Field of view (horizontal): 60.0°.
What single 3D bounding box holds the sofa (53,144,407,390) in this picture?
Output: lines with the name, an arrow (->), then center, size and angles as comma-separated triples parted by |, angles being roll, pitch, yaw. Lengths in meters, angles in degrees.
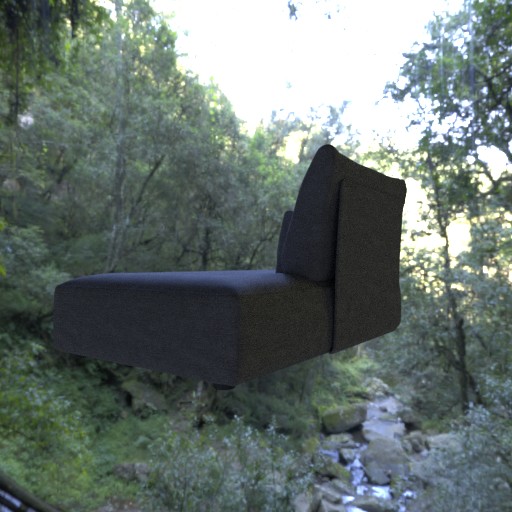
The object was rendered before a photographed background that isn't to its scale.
sofa -> 0.000, 0.000, 2.063 | 1.002, 0.820, 1.450 | -1, -1, 36
